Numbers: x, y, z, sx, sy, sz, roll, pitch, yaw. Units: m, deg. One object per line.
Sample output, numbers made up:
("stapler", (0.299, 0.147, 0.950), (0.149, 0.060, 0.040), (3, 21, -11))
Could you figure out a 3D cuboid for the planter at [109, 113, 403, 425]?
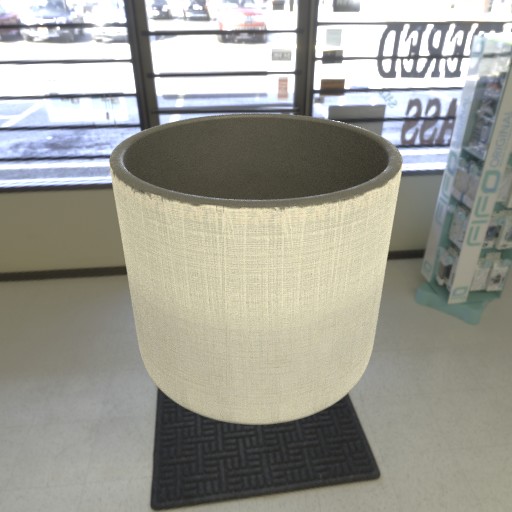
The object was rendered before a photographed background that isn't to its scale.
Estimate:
("planter", (0.000, 0.000, 0.398), (0.226, 0.201, 0.226), (0, 31, 0))
